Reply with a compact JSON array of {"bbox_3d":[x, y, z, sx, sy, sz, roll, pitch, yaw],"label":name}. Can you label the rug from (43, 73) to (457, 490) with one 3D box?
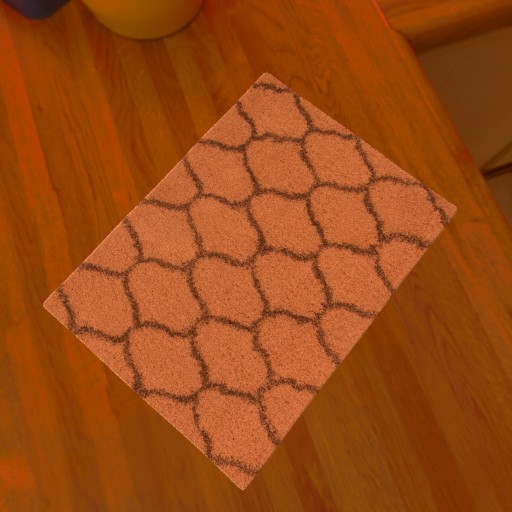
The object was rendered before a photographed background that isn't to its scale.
[{"bbox_3d":[0.000,0.000,2.072,1.200,0.025,1.600,39,79,9],"label":"rug"}]
